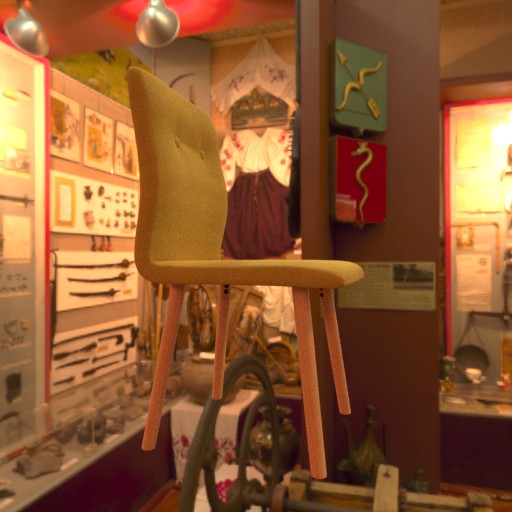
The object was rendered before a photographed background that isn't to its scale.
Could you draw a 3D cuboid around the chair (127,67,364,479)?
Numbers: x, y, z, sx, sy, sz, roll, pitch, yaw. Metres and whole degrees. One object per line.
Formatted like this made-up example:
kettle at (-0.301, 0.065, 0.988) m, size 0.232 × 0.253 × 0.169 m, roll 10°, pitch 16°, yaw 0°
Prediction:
chair at (0.000, 0.000, 1.241) m, size 0.550 × 0.965 × 0.450 m, roll 0°, pitch 0°, yaw 19°
